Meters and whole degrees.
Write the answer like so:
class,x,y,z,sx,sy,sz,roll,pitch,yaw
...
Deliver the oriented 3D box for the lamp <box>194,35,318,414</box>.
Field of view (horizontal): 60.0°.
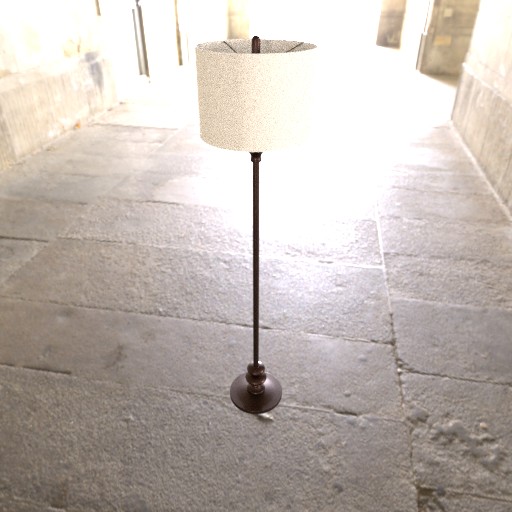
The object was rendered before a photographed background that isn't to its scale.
class,x,y,z,sx,sy,sz,roll,pitch,yaw
lamp,0.000,0.000,1.660,0.356,1.487,0.356,-20,37,-29
